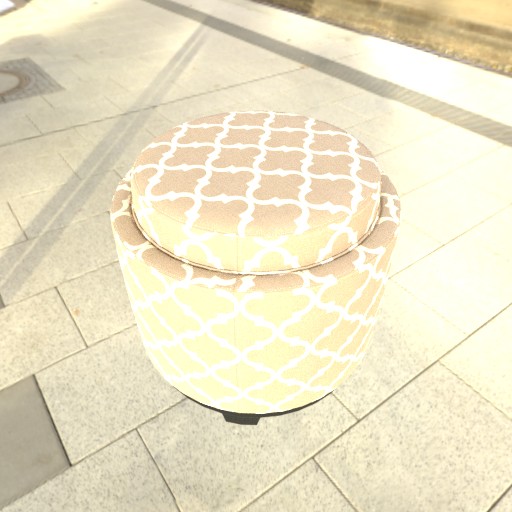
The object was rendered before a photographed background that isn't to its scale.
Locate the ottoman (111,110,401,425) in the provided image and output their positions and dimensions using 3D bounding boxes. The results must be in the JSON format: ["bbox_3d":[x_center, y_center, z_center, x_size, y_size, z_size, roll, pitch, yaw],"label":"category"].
[{"bbox_3d":[0.000,0.000,0.833,0.480,0.429,0.480,0,41,0],"label":"ottoman"}]
